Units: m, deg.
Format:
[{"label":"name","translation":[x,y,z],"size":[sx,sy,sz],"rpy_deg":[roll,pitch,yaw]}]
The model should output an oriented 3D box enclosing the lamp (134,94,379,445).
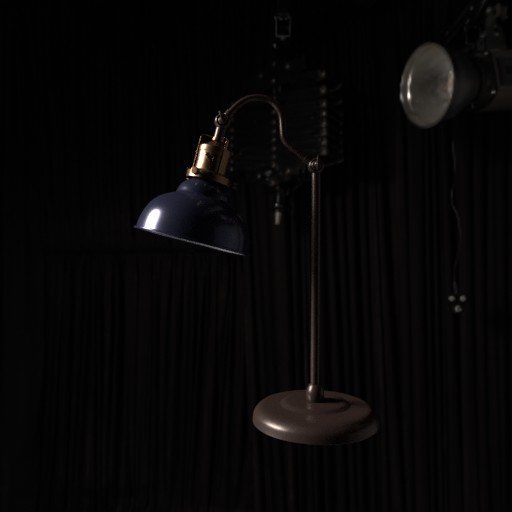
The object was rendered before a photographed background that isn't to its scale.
[{"label":"lamp","translation":[0.000,0.000,0.691],"size":[0.374,0.508,0.192],"rpy_deg":[0,-1,0]}]
